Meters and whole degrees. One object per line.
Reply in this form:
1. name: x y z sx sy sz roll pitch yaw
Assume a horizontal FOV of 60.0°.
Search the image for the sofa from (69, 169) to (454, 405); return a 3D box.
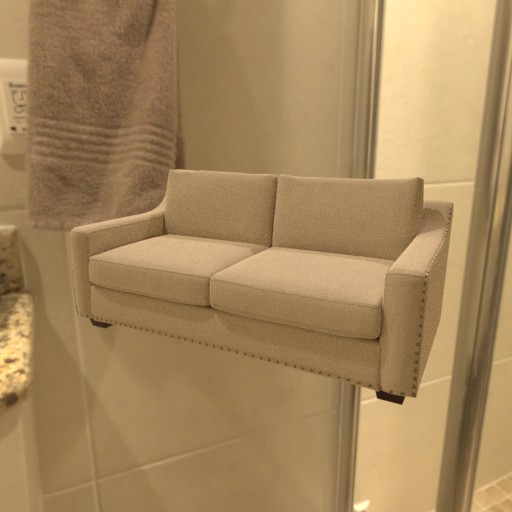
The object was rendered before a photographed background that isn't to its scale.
1. sofa: 0.000 0.000 2.738 2.107 0.983 1.104 7 16 27
